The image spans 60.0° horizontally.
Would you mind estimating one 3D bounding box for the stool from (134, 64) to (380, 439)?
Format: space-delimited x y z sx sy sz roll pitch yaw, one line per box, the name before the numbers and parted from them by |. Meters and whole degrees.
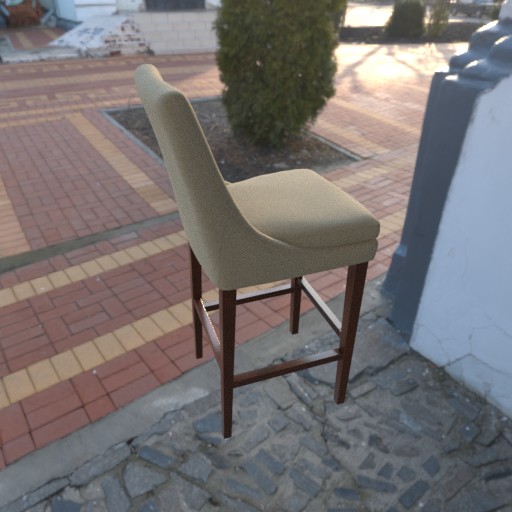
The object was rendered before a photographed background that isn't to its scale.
stool | 0.000 0.000 1.375 0.577 1.078 0.470 -11 33 -17
